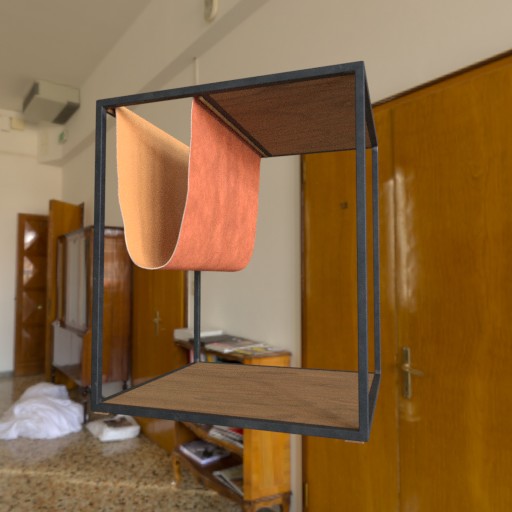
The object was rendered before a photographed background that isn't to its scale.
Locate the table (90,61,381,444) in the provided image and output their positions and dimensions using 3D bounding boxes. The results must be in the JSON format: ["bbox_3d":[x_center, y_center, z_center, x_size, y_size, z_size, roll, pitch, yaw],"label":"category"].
[{"bbox_3d":[0.000,0.000,0.871,0.450,0.536,0.399,-1,-3,18],"label":"table"}]
